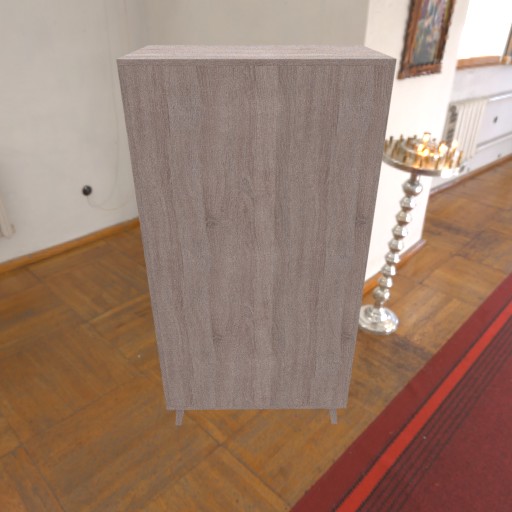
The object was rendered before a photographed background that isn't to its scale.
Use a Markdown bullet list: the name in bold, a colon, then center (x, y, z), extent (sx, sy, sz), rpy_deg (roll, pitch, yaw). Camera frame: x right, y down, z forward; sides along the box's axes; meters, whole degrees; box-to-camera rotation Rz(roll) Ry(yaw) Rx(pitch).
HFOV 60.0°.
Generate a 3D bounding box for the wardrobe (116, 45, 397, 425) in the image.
- **wardrobe**: center (0.000, 0.000, 2.324), extent (1.000, 1.960, 0.600), rpy_deg (0, 30, -1)
